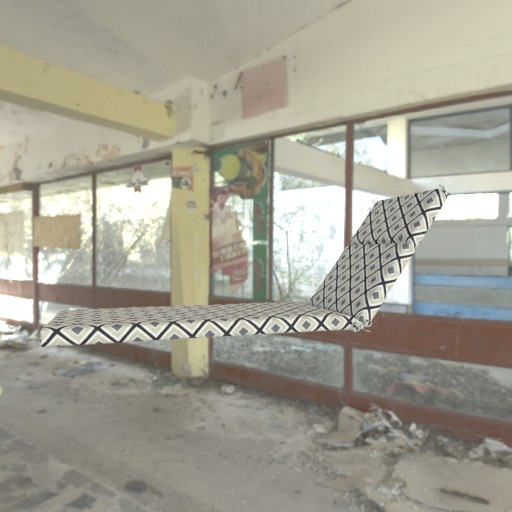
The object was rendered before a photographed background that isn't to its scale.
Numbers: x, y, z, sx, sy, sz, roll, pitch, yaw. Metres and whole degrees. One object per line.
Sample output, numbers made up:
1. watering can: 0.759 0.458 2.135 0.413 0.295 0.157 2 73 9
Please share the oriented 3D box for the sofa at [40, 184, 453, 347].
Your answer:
1. sofa: 0.000 0.000 1.951 1.663 0.622 0.582 0 0 -17
